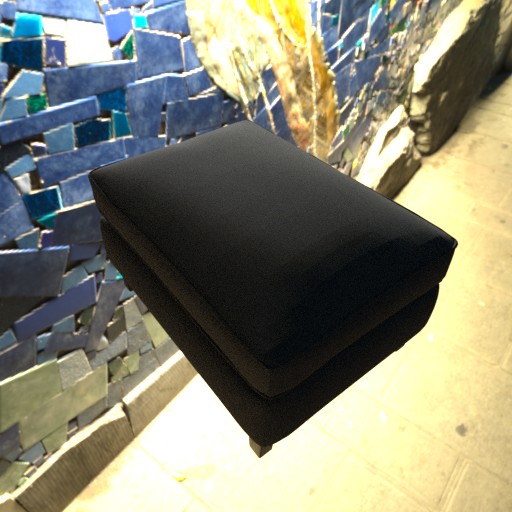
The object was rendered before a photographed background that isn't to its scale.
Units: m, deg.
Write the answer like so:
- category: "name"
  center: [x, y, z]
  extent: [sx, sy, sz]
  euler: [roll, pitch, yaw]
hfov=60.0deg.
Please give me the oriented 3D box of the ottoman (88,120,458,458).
- category: "ottoman"
  center: [0.000, 0.000, 1.009]
  extent: [0.508, 0.406, 0.686]
  euler: [-27, 48, -27]
